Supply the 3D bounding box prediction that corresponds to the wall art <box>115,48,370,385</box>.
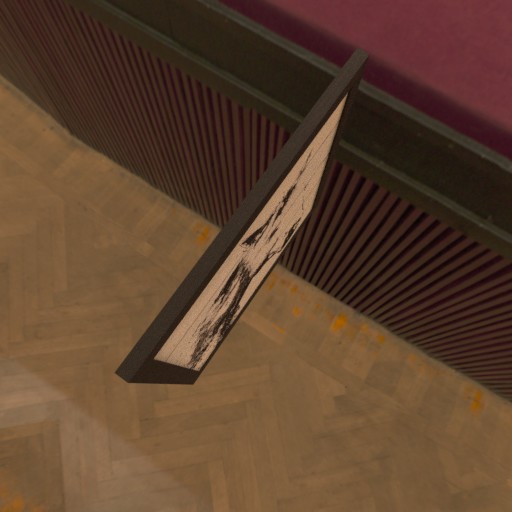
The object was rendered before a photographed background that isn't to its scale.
[{"bbox_3d":[0.000,0.000,1.547,0.038,1.016,1.016,33,76,9],"label":"wall art"}]
